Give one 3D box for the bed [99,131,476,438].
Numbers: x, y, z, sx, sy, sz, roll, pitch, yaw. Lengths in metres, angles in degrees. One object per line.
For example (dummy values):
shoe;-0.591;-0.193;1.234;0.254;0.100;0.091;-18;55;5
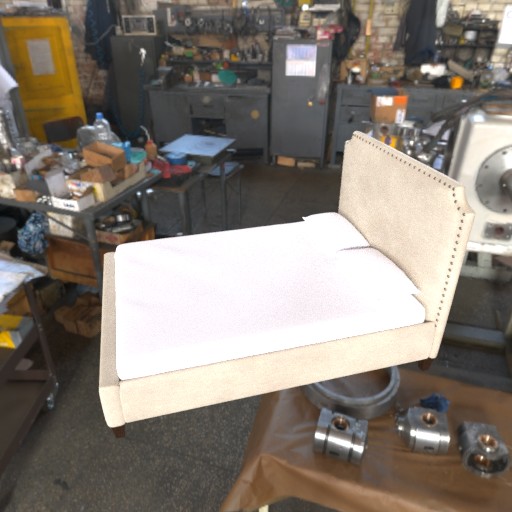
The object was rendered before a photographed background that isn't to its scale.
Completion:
bed;0.000;0.000;3.421;2.372;1.443;1.712;-8;30;-14
